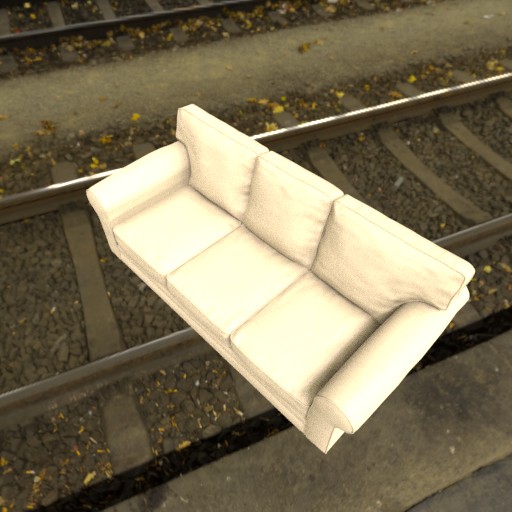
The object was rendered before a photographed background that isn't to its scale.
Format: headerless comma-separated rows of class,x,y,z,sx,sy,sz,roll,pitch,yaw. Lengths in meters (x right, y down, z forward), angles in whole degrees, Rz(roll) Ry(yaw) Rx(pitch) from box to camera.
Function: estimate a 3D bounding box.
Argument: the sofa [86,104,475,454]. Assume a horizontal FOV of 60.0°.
sofa,0.000,0.000,2.613,0.998,0.889,2.118,-36,57,-28
